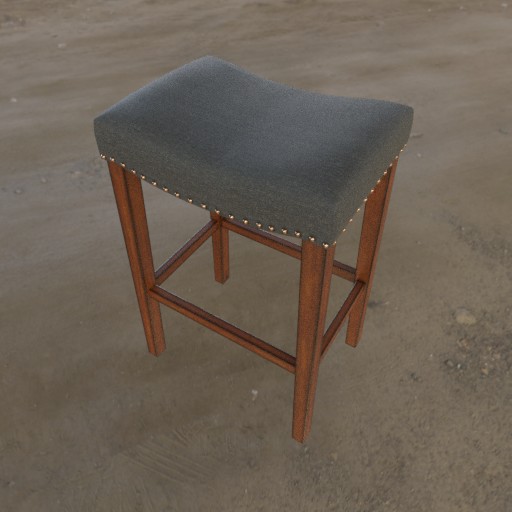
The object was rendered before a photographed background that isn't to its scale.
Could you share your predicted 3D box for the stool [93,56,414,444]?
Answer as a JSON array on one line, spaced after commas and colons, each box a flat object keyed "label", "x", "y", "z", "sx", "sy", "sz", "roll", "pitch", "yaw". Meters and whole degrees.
[{"label": "stool", "x": 0.000, "y": 0.000, "z": 1.037, "sx": 0.502, "sy": 0.748, "sz": 0.366, "roll": 24, "pitch": 50, "yaw": 22}]
